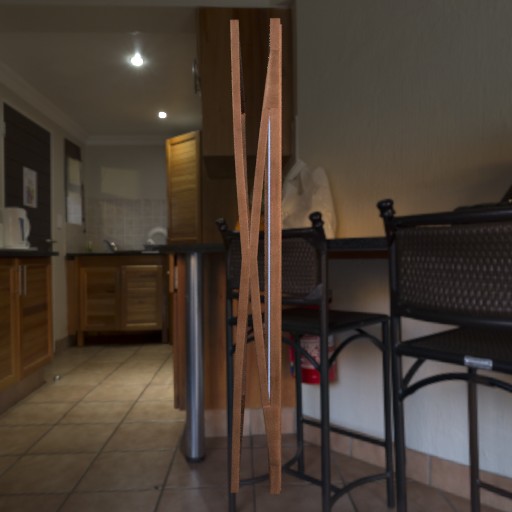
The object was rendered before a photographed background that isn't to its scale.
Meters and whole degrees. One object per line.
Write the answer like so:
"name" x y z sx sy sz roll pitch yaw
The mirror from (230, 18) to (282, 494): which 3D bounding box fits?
"mirror" 0.000 0.000 0.948 0.082 0.768 0.468 0 1 0
